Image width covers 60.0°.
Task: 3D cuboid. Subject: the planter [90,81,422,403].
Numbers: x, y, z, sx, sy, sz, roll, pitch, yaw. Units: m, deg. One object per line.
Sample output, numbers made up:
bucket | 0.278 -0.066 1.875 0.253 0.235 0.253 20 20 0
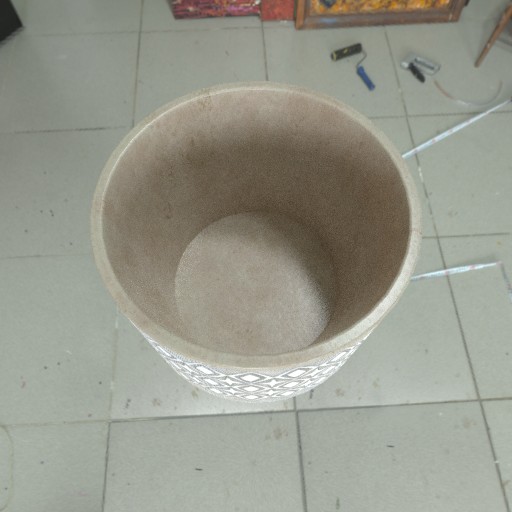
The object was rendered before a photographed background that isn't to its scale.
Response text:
planter | 0.000 0.000 0.278 0.164 0.127 0.164 0 65 0
